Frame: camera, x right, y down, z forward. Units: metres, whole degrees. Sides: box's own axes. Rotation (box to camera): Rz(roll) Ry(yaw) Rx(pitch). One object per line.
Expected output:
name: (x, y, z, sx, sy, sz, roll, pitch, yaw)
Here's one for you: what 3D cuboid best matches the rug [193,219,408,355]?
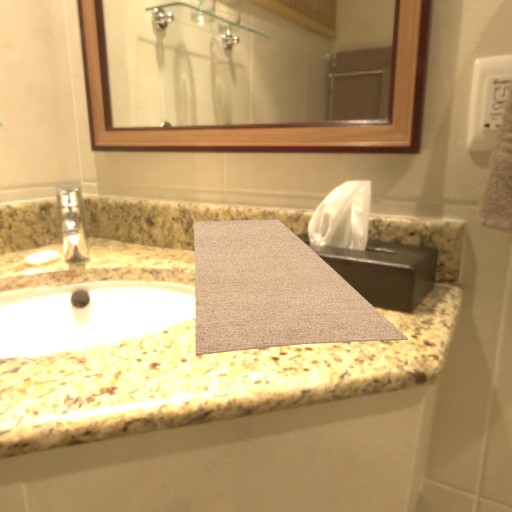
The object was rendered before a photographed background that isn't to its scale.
rug: (0.000, 0.000, 2.552, 0.712, 0.013, 2.346, -2, 15, -8)
